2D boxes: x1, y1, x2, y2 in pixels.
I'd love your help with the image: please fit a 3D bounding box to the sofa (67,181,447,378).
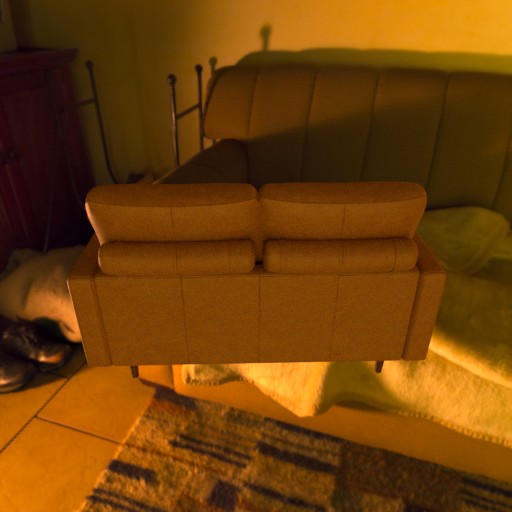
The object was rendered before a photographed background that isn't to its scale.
[{"bbox_3d":[0.000,0.000,2.027,1.430,0.898,0.868,-1,30,-1],"label":"sofa"}]
